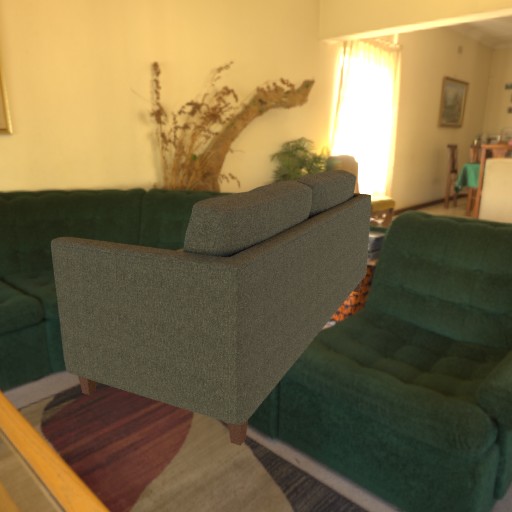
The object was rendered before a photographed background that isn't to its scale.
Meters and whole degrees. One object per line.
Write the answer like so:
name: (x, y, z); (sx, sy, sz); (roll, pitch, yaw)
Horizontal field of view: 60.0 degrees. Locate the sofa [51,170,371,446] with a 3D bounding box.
sofa: (0.000, 0.000, 2.711); (0.948, 0.965, 2.208); (7, 17, 25)
